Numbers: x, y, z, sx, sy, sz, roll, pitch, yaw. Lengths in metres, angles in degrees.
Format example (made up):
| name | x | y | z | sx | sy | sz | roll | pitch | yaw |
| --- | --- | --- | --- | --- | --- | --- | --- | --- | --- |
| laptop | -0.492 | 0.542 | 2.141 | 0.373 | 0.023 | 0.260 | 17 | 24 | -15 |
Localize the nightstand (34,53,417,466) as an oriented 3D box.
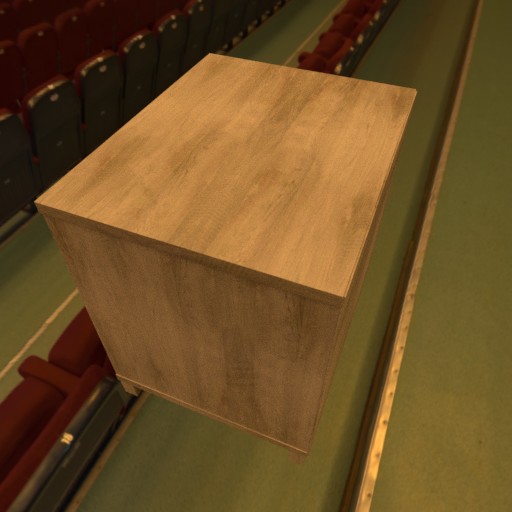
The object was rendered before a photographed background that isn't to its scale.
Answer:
| name | x | y | z | sx | sy | sz | roll | pitch | yaw |
| --- | --- | --- | --- | --- | --- | --- | --- | --- | --- |
| nightstand | 0.000 | 0.000 | 0.734 | 0.347 | 0.448 | 0.427 | 17 | 49 | 15 |
